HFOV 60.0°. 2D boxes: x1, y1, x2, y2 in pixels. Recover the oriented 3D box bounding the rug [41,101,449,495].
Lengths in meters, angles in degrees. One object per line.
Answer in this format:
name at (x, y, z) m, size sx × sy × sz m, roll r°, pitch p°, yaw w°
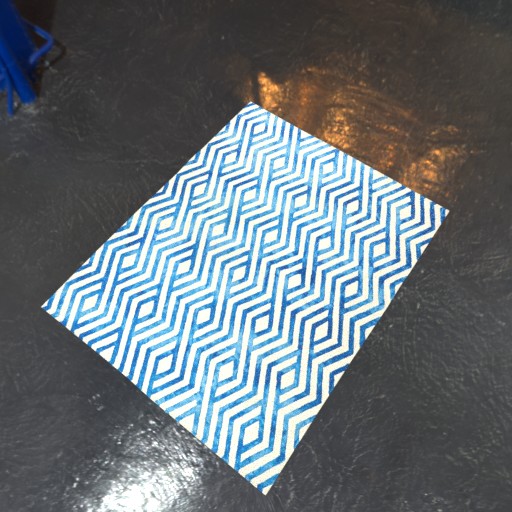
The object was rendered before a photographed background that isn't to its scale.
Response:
rug at (0.000, 0.000, 4.122) m, size 2.453 × 0.008 × 3.059 m, roll 34°, pitch 68°, yaw 16°
